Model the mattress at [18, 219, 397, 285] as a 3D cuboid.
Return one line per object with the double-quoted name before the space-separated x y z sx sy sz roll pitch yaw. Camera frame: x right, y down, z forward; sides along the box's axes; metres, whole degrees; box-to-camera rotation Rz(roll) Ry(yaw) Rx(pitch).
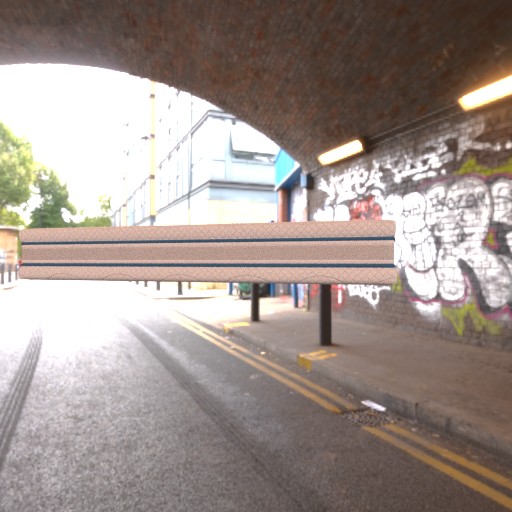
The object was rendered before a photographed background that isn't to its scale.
"mattress" 0.000 0.000 2.687 1.600 0.230 2.000 0 -1 17
